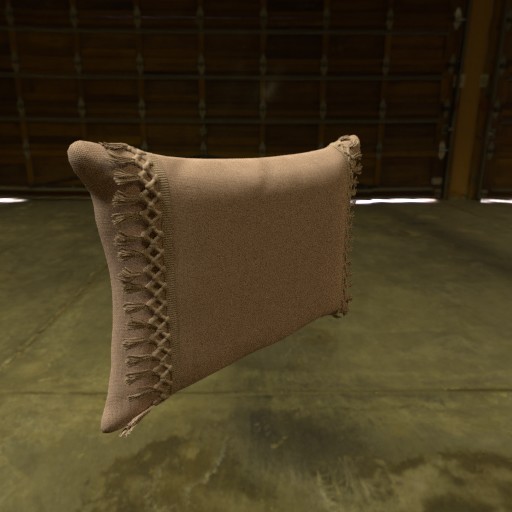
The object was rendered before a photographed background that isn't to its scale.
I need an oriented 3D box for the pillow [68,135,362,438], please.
[{"bbox_3d":[0.000,0.000,0.583,0.084,0.305,0.466,15,22,42],"label":"pillow"}]
